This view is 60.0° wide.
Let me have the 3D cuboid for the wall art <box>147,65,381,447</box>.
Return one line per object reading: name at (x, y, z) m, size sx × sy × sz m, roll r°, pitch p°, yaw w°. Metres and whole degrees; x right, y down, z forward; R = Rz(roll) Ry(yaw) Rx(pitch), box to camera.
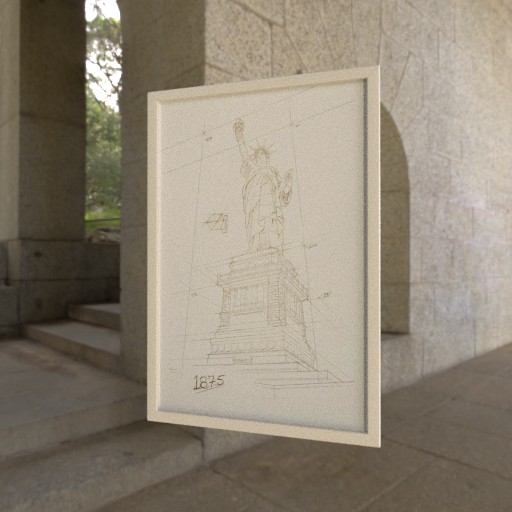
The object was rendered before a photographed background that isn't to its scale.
wall art at (0.000, 0.000, 1.030) m, size 0.556 × 0.813 × 0.026 m, roll 0°, pitch 0°, yaw 17°
